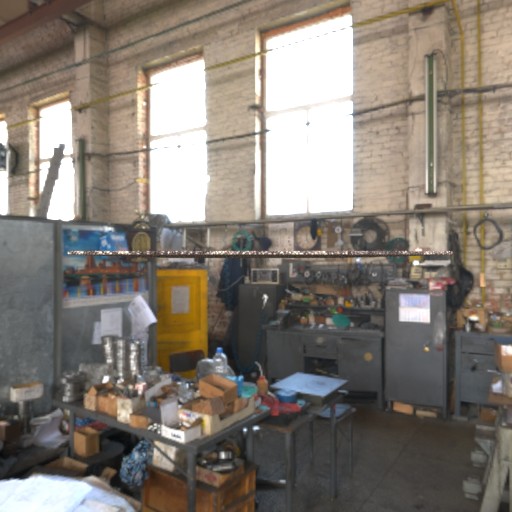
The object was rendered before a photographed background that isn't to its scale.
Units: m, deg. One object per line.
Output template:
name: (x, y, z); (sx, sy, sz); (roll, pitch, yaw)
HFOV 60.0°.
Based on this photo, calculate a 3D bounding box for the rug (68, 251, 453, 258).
rug: (0.000, 0.000, 2.250); (1.186, 0.012, 1.814); (0, -1, -1)
